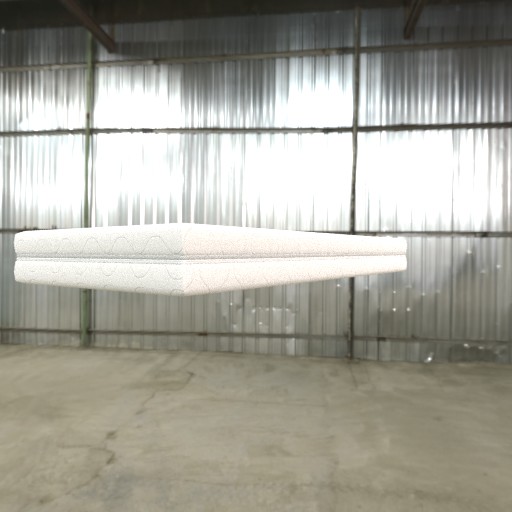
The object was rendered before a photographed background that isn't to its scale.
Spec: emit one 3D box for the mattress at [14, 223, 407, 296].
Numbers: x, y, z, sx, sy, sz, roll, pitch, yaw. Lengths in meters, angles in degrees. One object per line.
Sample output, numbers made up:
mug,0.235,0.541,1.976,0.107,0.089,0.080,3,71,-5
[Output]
mattress,0.000,0.000,2.186,0.900,0.200,1.900,0,1,36
